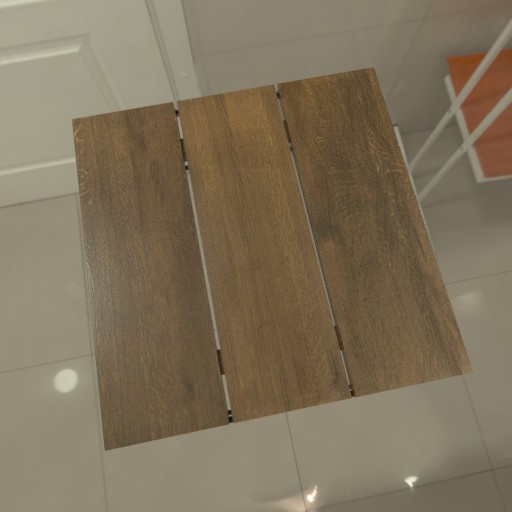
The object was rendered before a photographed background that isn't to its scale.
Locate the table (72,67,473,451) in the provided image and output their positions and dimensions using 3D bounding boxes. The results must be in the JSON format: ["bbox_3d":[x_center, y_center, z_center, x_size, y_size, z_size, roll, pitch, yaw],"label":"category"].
[{"bbox_3d":[0.000,0.000,1.370,0.900,0.400,0.900,-11,74,-3],"label":"table"}]
